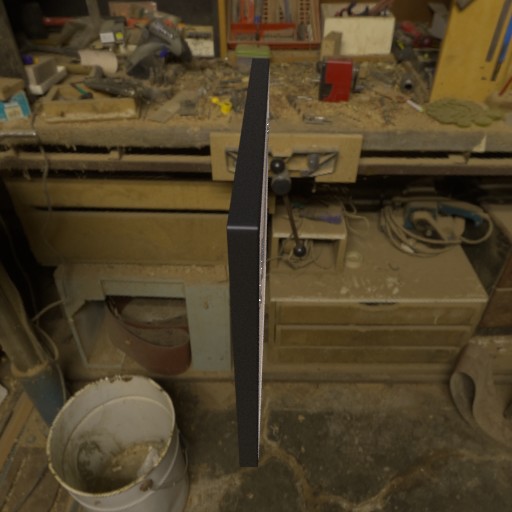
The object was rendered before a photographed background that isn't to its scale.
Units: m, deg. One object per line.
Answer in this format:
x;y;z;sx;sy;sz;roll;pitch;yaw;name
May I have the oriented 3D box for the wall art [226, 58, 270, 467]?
0.000;0.000;0.929;0.043;0.611;0.610;2;41;2;wall art
